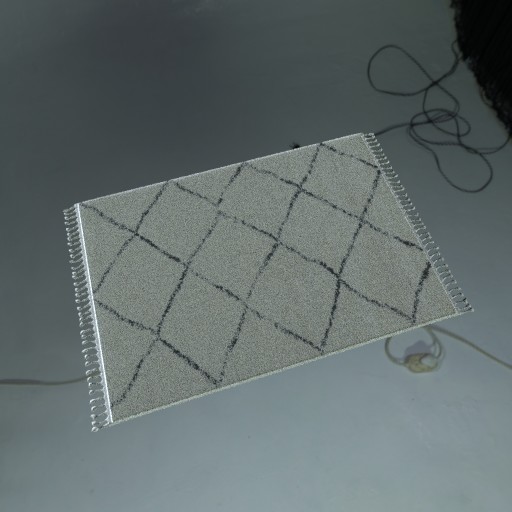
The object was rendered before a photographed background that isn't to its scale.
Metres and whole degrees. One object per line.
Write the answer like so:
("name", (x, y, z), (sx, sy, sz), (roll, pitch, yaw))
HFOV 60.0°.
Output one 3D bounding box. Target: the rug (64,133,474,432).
("rug", (0.000, 0.000, 2.846), (2.307, 0.031, 1.494), (-16, 64, -8))
